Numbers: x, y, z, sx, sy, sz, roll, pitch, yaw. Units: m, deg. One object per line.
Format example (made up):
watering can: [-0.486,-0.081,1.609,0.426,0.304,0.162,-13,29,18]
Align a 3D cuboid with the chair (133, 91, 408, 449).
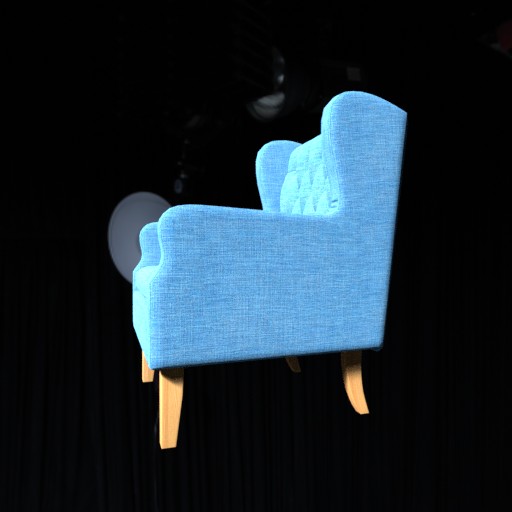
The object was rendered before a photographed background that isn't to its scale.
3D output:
chair: [0.000,0.000,1.511,0.775,0.952,0.711,0,0,-19]
